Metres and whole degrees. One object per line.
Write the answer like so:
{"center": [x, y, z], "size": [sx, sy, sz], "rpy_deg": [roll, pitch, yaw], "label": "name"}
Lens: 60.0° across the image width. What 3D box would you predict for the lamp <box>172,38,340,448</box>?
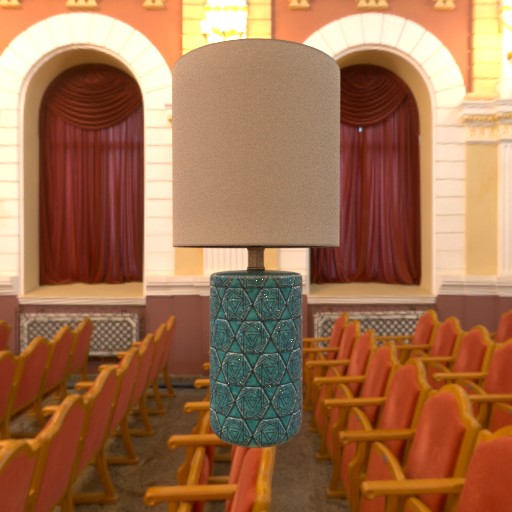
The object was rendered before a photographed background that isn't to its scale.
{"center": [0.000, 0.000, 0.746], "size": [0.278, 0.597, 0.278], "rpy_deg": [0, 0, 0], "label": "lamp"}
